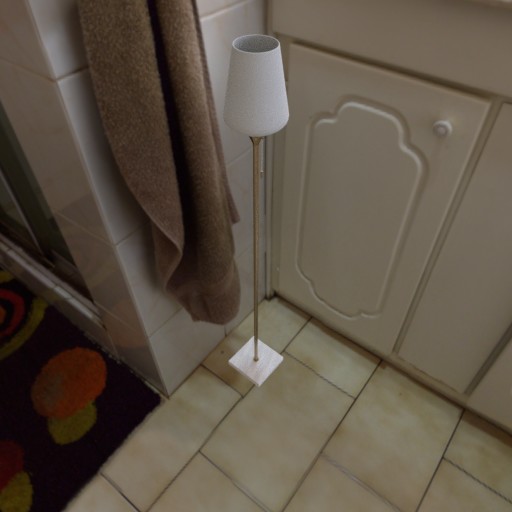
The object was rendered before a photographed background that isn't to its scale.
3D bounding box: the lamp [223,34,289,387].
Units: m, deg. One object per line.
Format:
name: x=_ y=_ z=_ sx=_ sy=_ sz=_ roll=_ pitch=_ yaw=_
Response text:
lamp: x=0.000 y=0.000 z=1.962 sx=0.232 sy=1.813 sz=0.229 roll=31 pitch=54 yaw=26
